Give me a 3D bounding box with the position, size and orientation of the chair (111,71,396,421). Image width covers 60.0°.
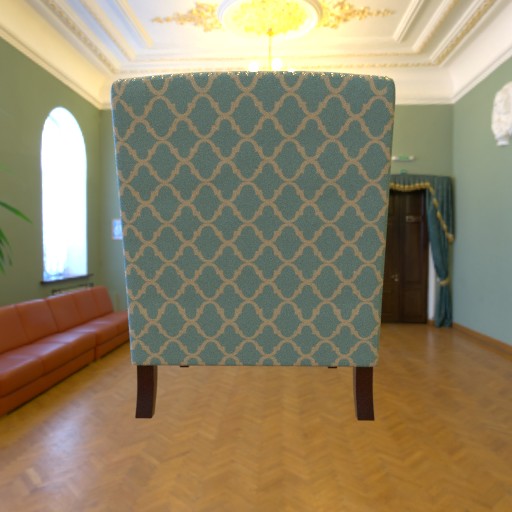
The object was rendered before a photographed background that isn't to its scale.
[{"bbox_3d":[0.000,0.000,1.293,0.617,0.817,0.686,0,1,1],"label":"chair"}]
